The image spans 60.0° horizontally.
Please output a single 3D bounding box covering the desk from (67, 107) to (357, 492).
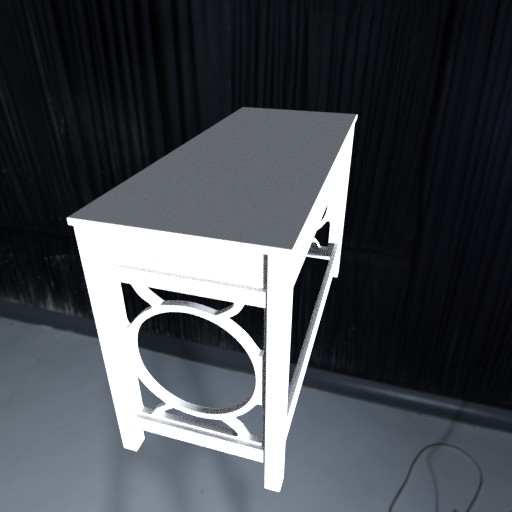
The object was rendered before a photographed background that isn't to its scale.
[{"bbox_3d":[0.000,0.000,1.566,0.504,0.762,1.191,9,31,15],"label":"desk"}]
